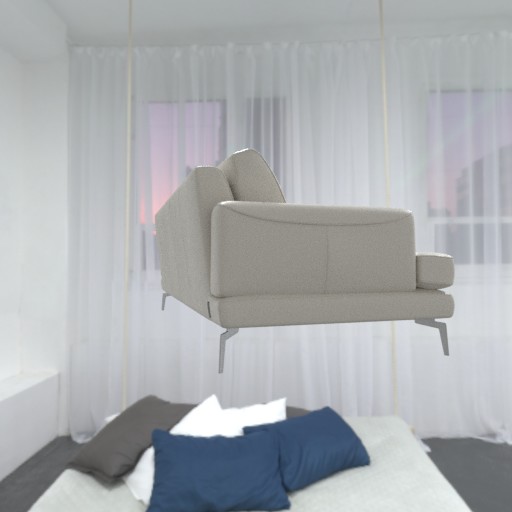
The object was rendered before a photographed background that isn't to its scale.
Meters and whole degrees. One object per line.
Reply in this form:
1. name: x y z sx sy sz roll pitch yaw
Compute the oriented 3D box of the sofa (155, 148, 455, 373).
1. sofa: 0.000 0.000 2.426 0.974 0.765 1.940 0 -1 -17
